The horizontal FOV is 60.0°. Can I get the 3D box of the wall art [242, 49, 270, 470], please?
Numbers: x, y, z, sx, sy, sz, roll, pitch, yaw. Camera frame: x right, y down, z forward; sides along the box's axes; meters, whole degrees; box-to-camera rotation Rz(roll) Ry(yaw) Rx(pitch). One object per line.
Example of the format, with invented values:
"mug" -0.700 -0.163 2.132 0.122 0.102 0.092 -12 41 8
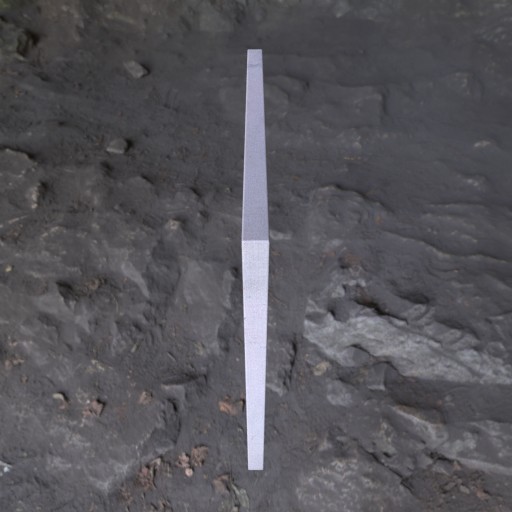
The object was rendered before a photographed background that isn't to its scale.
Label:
"wall art" 0.000 0.000 1.134 0.041 0.762 0.762 0 43 0
